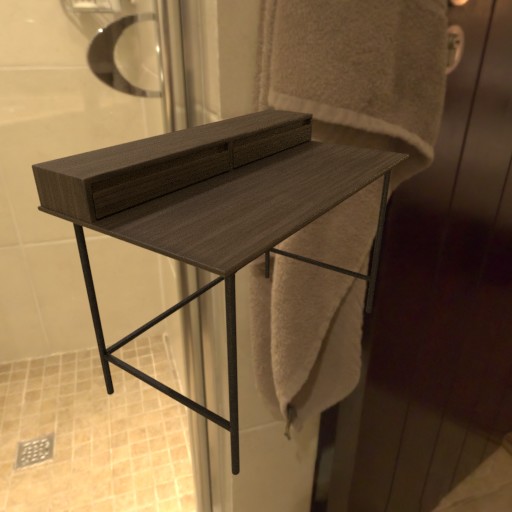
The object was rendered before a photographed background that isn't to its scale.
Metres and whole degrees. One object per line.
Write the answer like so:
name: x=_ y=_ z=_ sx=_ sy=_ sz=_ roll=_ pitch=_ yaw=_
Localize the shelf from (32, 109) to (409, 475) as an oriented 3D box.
shelf: x=0.000 y=0.000 z=1.682 sx=0.685 sy=0.865 sz=1.212 roll=17 pitch=32 yaw=31
